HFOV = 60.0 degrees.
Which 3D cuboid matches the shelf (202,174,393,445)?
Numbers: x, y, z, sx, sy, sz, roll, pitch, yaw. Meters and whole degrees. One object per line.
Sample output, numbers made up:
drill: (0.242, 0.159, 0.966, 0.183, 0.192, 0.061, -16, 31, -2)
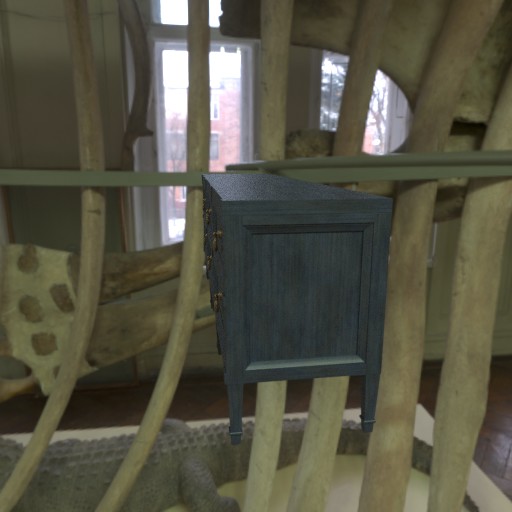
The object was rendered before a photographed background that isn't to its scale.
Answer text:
shelf: (0.000, 0.000, 2.149, 0.471, 0.715, 1.878, -2, 13, -8)
